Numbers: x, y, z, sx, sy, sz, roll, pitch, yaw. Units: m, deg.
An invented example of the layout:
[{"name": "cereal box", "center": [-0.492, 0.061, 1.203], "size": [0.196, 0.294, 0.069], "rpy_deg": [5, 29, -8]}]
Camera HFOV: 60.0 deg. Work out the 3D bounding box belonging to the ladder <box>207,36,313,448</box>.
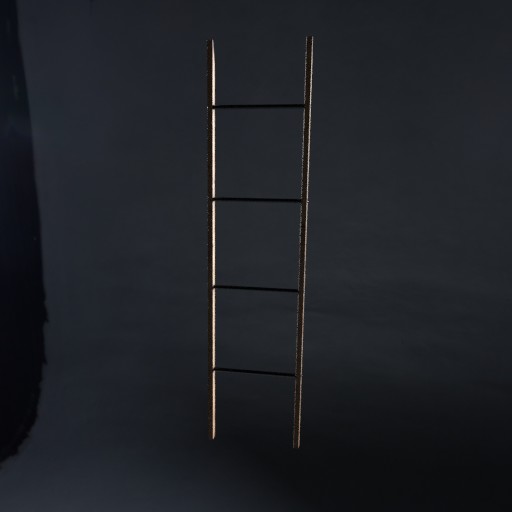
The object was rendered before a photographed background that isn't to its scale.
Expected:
[{"name": "ladder", "center": [0.000, 0.000, 1.974], "size": [0.442, 1.805, 0.200], "rpy_deg": [2, 15, 9]}]
